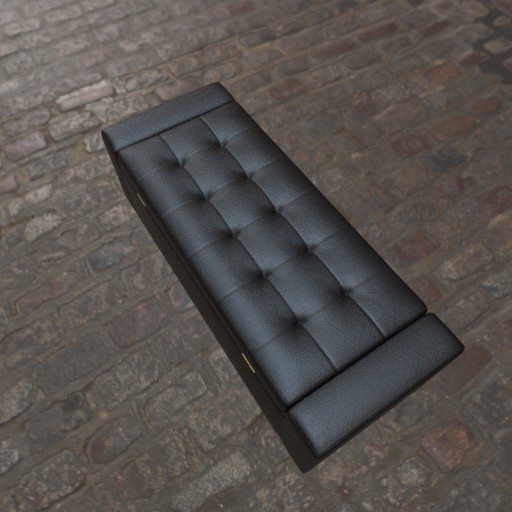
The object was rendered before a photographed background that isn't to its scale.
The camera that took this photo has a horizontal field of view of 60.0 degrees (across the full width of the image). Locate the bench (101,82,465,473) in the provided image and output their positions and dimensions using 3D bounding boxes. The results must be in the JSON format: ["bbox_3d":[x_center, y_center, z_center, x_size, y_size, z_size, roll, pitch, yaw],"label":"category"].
[{"bbox_3d":[0.000,0.000,1.555,0.508,0.445,1.296,-29,63,-16],"label":"bench"}]
